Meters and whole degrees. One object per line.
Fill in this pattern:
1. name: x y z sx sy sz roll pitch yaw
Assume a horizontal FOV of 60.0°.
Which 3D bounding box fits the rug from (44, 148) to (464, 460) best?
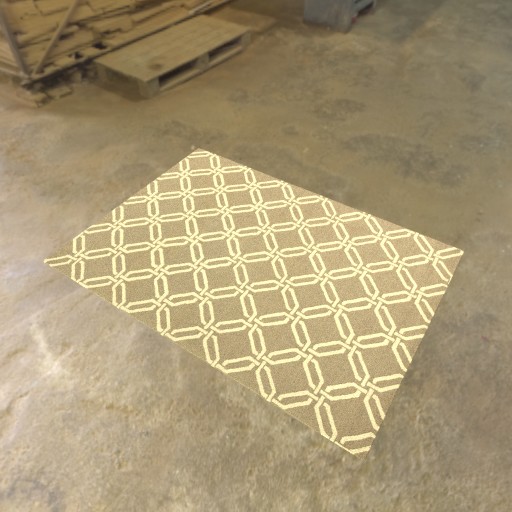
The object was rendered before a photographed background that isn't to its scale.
1. rug: 0.000 0.000 4.411 3.419 0.020 2.441 26 51 23
